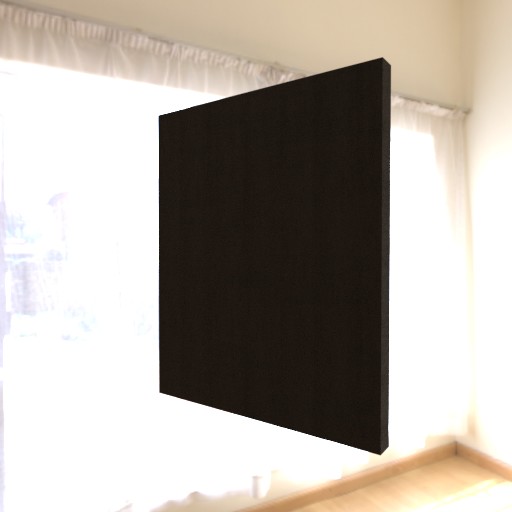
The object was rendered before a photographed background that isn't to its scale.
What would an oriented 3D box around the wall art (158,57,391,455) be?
[{"bbox_3d":[0.000,0.000,0.762,0.455,0.552,0.034,1,1,36],"label":"wall art"}]
